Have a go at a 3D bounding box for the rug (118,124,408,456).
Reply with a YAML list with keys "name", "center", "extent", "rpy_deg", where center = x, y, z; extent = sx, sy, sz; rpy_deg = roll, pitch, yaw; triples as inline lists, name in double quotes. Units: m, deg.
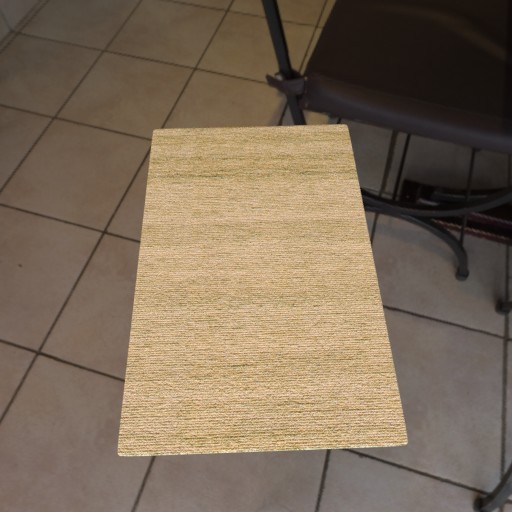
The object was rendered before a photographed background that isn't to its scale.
- name: "rug"
  center: [0.000, 0.000, 2.168]
  extent: [1.143, 0.010, 1.758]
  rpy_deg: [-2, 60, -1]
